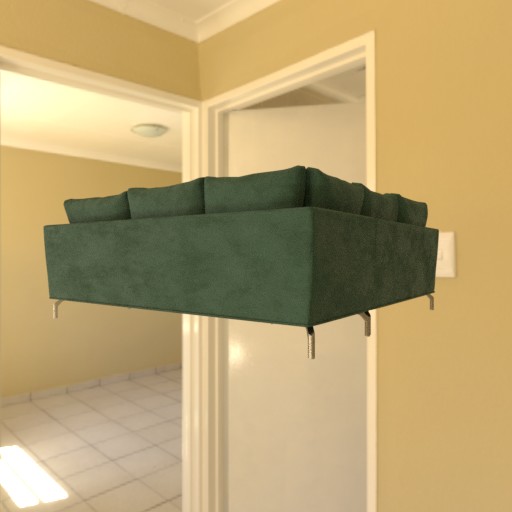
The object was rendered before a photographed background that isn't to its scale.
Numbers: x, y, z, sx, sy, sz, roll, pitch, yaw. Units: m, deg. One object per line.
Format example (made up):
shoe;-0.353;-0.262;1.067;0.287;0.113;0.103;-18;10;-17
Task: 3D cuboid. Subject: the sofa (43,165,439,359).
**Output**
sofa;0.000;0.000;3.834;2.452;1.004;2.468;0;0;36
